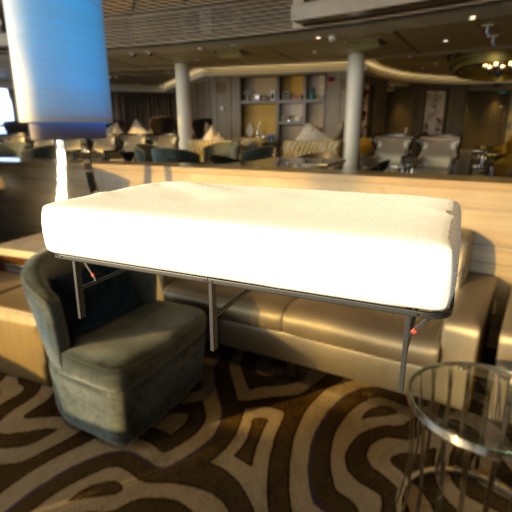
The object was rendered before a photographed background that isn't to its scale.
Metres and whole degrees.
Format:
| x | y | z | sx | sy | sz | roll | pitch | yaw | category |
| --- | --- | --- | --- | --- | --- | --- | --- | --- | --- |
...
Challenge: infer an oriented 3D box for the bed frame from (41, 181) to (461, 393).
| x | y | z | sx | sy | sz | roll | pitch | yaw | category |
| --- | --- | --- | --- | --- | --- | --- | --- | --- | --- |
| 0.000 | 0.000 | 2.306 | 1.908 | 0.640 | 1.025 | 7 | 18 | 23 | bed frame |
